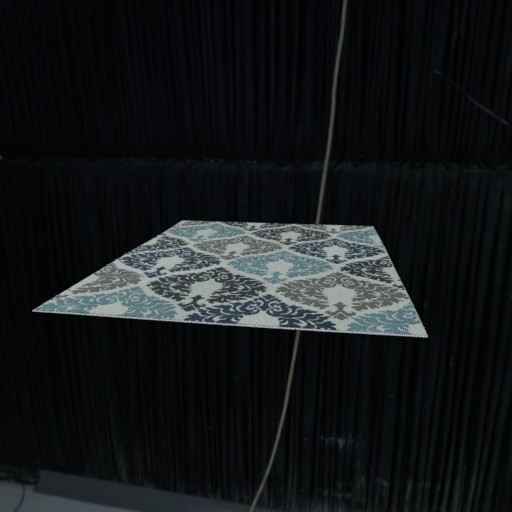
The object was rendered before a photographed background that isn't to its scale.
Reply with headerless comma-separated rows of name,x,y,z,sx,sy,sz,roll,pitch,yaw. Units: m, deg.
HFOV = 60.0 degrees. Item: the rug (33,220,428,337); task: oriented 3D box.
rug,0.000,0.000,4.084,2.423,0.014,3.040,2,16,8
